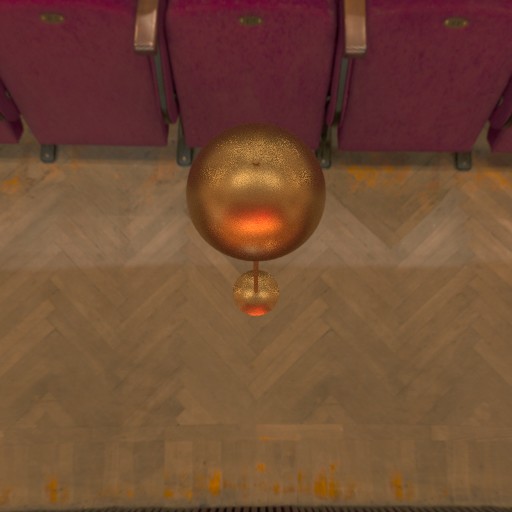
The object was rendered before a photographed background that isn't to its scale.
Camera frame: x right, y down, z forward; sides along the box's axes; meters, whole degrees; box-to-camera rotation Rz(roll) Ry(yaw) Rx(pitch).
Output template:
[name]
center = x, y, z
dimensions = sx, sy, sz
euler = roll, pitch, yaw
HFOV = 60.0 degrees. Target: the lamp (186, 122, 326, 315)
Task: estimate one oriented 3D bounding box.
[lamp]
center = 0.000, 0.000, 1.597
dimensions = 0.328, 1.480, 0.328
euler = 1, 75, 0
